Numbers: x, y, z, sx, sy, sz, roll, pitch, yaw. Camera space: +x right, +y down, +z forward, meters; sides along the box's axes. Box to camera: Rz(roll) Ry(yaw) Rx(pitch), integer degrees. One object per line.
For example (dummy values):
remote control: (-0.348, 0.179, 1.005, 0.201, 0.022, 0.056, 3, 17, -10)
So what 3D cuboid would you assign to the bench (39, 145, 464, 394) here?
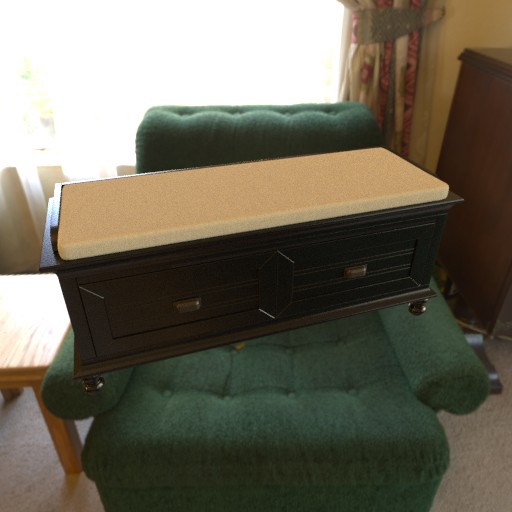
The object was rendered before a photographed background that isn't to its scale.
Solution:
bench: (0.000, 0.000, 1.441, 1.185, 0.501, 0.402, -10, 34, -16)
